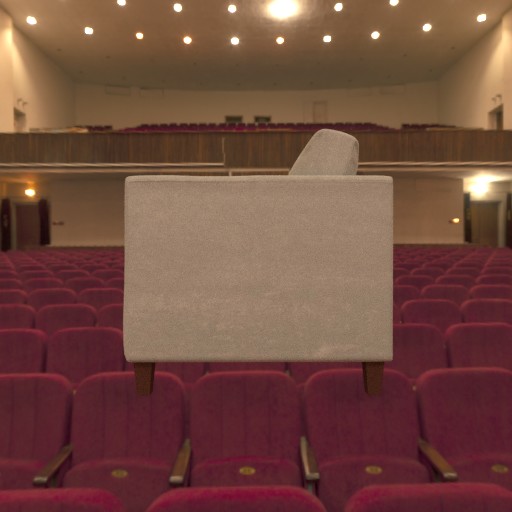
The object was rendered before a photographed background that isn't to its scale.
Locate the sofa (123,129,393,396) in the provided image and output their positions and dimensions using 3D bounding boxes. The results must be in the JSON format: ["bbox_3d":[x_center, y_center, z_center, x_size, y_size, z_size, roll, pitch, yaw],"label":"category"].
[{"bbox_3d":[0.000,0.000,2.422,0.950,0.963,1.884,0,1,0],"label":"sofa"}]
